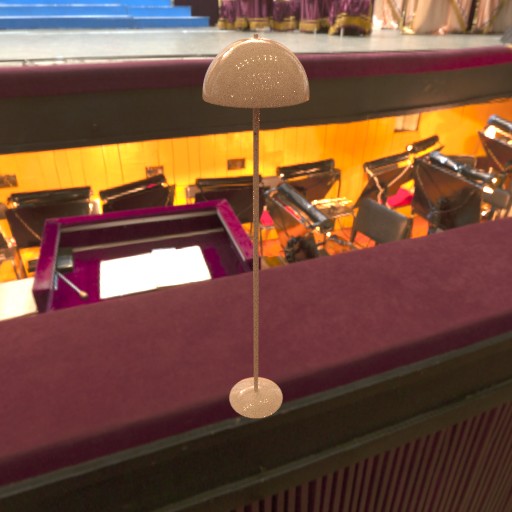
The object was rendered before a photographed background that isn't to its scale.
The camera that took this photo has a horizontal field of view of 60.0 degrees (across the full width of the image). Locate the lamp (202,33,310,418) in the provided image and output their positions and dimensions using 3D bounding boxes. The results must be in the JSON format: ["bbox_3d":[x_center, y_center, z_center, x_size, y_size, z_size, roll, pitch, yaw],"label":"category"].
[{"bbox_3d":[0.000,0.000,1.649,0.328,1.480,0.328,-10,31,-17],"label":"lamp"}]
